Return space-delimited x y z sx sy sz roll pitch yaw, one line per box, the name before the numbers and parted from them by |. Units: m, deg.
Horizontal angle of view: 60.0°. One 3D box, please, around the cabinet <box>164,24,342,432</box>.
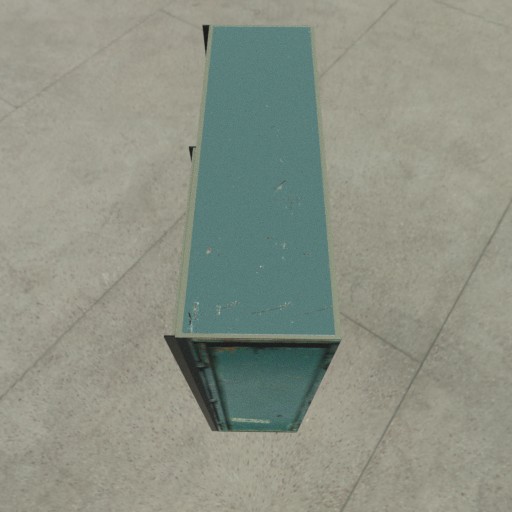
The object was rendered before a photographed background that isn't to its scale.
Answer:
cabinet | 0.000 0.000 3.127 0.680 2.160 2.000 1 60 0
